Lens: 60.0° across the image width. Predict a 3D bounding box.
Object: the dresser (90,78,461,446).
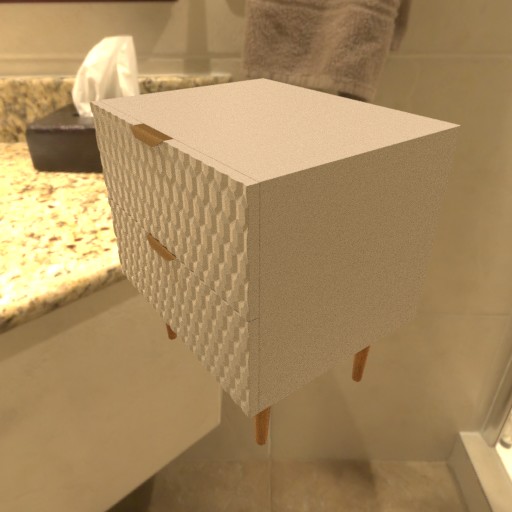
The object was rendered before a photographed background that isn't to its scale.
[{"bbox_3d":[0.000,0.000,0.898,0.414,0.568,0.503,-21,37,-30],"label":"dresser"}]
